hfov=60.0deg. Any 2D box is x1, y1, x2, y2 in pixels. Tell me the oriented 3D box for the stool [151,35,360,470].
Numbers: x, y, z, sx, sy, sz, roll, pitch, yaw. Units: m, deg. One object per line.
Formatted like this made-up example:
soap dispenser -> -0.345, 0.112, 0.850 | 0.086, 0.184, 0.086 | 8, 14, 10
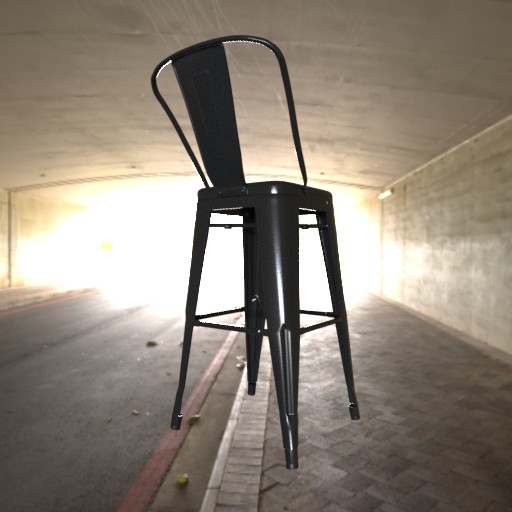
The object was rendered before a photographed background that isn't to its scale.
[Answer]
stool -> 0.000, 0.000, 1.282 | 0.432, 1.022, 0.528 | 1, 1, 36
